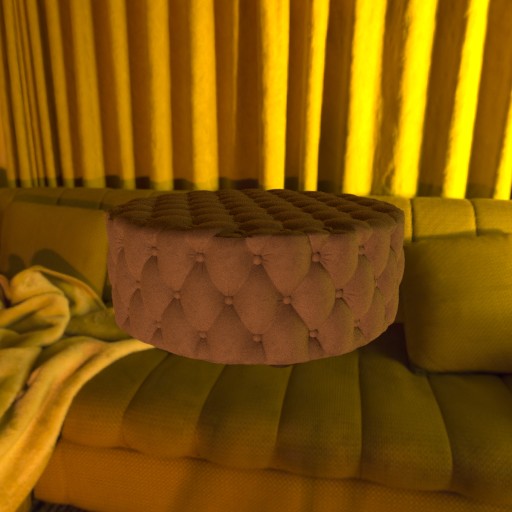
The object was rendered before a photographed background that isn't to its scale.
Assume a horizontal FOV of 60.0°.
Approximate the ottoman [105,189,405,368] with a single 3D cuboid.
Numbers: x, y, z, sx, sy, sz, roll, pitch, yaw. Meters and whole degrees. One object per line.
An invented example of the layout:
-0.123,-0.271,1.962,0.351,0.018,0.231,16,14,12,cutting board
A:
0.000,0.000,1.566,0.998,0.399,0.998,0,14,0,ottoman
